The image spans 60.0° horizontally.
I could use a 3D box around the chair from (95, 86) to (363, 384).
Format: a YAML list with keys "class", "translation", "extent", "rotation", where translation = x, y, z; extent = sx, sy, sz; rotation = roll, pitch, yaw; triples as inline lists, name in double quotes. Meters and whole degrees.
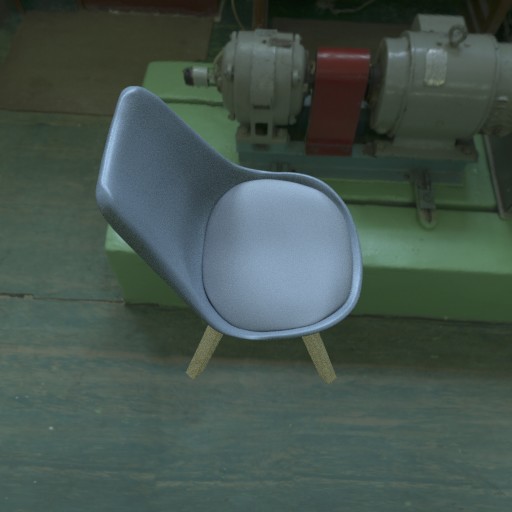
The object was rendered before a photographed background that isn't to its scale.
- class: "chair"
  translation: [0.000, 0.000, 1.154]
  extent: [0.550, 0.850, 0.485]
  rotation: [2, 62, 1]
